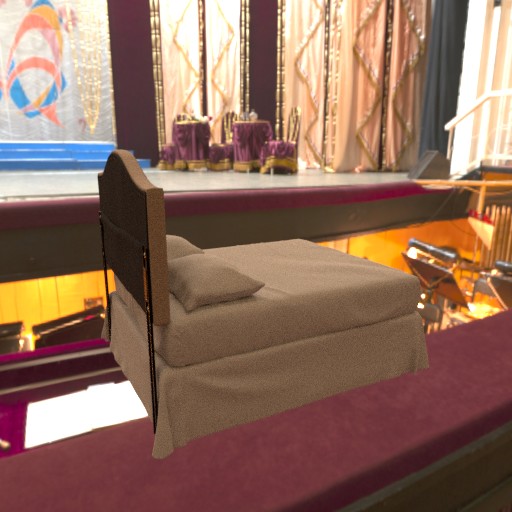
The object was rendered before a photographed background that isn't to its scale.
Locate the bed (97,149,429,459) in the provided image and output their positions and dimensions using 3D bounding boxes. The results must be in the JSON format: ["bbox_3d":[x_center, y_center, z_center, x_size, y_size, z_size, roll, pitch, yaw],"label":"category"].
[{"bbox_3d":[0.000,0.000,3.508,2.221,1.645,1.876,-7,16,-27],"label":"bed"}]
